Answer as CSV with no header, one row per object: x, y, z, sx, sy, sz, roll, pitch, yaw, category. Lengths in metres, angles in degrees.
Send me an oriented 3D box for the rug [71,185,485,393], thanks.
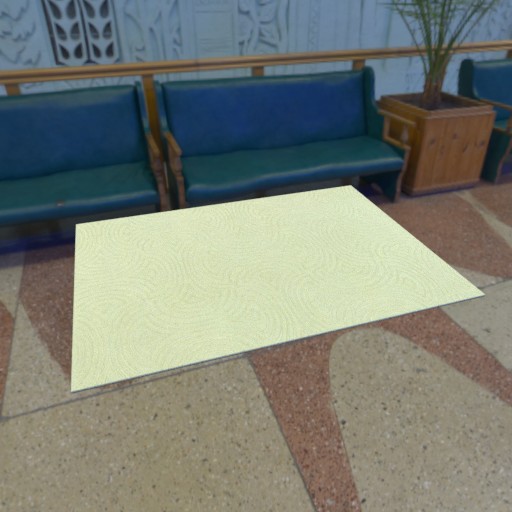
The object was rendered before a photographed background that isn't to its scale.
0.000,0.000,2.746,2.132,0.015,1.526,-10,34,-15,rug
